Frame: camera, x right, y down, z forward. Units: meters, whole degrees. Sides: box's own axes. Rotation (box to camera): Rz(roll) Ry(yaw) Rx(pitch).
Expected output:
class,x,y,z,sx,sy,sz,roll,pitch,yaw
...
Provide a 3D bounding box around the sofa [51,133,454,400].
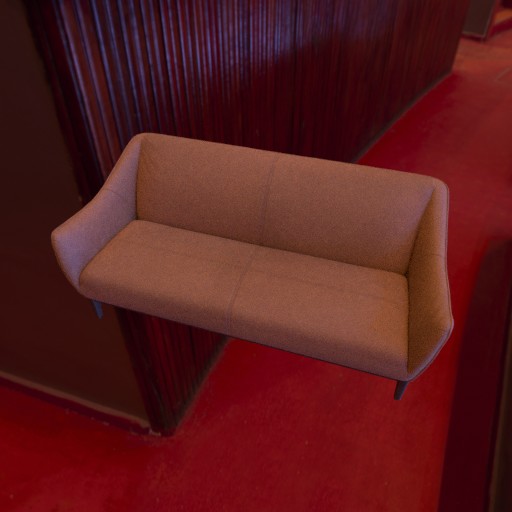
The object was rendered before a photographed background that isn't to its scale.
class,x,y,z,sx,sy,sz,roll,pitch,yaw
sofa,0.000,0.000,2.407,1.928,0.830,0.869,12,42,14
